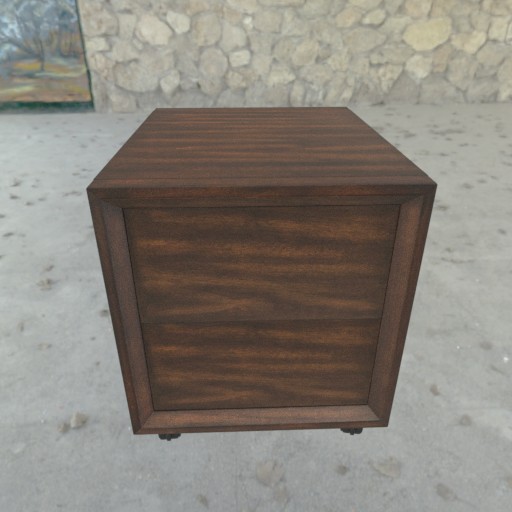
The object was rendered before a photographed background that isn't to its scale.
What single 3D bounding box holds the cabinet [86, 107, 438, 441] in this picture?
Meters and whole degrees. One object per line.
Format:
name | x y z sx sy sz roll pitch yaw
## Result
cabinet | 0.000 0.000 0.833 0.402 0.455 0.500 -1 29 -2
